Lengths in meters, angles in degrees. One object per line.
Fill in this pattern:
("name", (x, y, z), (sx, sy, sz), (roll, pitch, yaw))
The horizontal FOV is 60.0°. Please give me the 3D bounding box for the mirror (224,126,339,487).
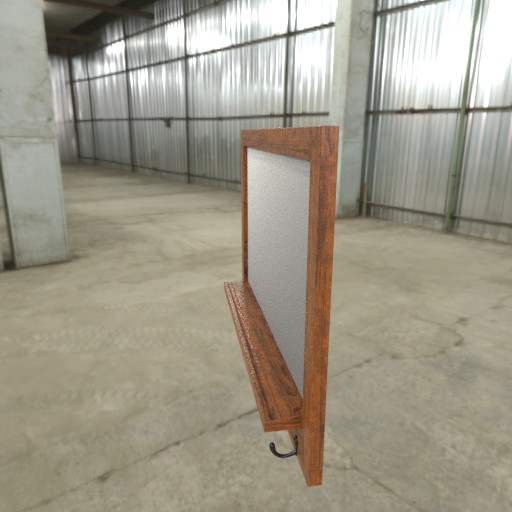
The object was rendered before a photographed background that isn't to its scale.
("mirror", (0.000, 0.000, 0.970), (0.084, 0.537, 0.758), (-3, 16, -9))
